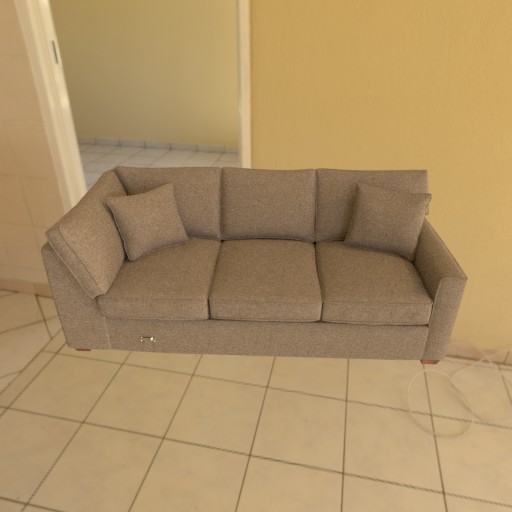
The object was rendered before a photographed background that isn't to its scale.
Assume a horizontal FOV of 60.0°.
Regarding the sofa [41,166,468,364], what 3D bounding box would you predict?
[{"bbox_3d":[0.000,0.000,2.888,2.317,0.962,1.061,1,30,2],"label":"sofa"}]
